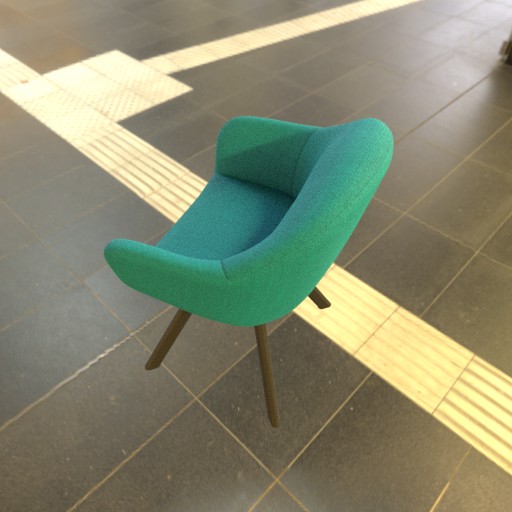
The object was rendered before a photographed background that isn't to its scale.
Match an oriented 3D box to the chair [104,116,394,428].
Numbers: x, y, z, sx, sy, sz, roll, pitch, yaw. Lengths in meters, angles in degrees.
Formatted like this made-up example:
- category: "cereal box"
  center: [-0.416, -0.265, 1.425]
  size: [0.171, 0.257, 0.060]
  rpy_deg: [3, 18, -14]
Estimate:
- category: "chair"
  center: [0.000, 0.000, 1.177]
  size: [0.550, 0.795, 0.590]
  rpy_deg: [18, 49, 17]
